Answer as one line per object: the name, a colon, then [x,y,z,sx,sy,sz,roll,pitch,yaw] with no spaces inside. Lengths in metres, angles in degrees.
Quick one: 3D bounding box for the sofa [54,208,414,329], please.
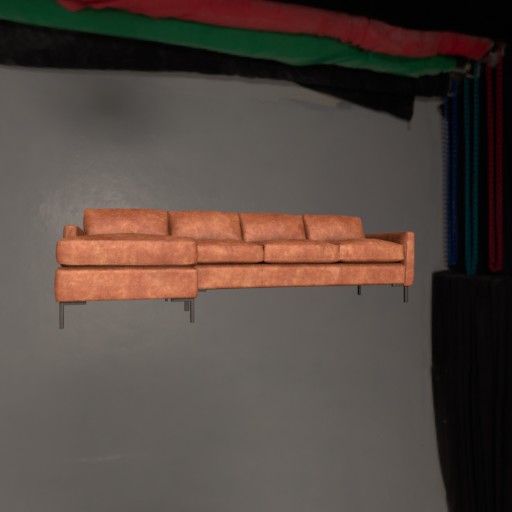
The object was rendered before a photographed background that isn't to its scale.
sofa: [0.000,0.000,3.740,2.993,0.859,1.471,0,0,-18]
